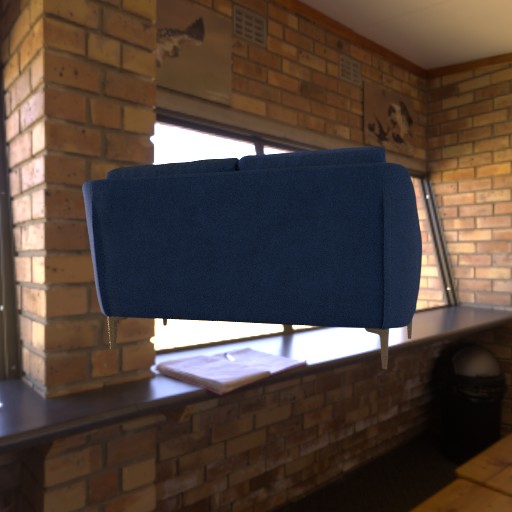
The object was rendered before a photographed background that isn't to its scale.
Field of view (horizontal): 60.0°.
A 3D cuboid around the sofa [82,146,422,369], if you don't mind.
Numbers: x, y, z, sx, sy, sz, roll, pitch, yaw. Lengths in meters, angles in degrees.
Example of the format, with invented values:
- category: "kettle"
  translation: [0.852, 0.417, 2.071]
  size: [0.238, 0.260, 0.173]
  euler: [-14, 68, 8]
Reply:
- category: "sofa"
  translation: [0.000, 0.000, 2.250]
  size: [1.619, 0.902, 0.960]
  euler: [0, 0, 17]
